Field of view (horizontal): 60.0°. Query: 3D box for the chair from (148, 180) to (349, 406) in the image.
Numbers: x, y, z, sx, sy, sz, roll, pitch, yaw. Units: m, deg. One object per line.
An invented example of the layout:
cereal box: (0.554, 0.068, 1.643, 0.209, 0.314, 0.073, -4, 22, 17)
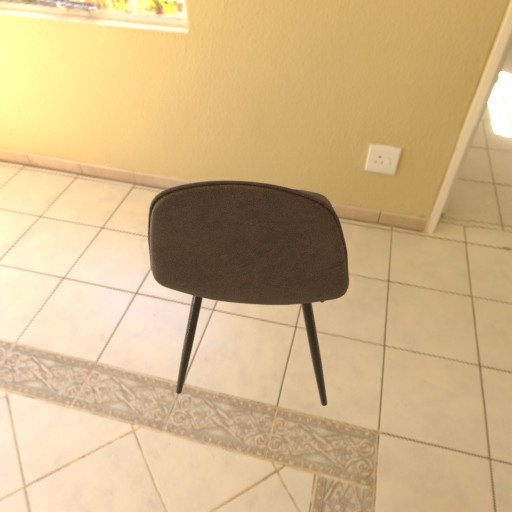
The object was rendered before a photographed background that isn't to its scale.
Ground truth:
chair: (0.000, 0.000, 1.184, 0.472, 0.889, 0.561, 4, 46, 3)
